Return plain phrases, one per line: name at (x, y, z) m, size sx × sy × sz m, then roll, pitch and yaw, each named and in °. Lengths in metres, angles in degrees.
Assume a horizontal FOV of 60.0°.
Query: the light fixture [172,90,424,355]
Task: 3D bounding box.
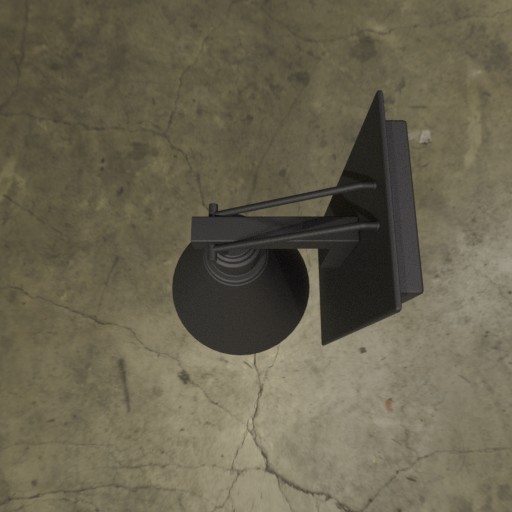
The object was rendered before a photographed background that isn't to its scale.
light fixture at (0.000, 0.000, 0.416) m, size 0.207 × 0.298 × 0.170 m, roll 0°, pitch 75°, yaw 0°
